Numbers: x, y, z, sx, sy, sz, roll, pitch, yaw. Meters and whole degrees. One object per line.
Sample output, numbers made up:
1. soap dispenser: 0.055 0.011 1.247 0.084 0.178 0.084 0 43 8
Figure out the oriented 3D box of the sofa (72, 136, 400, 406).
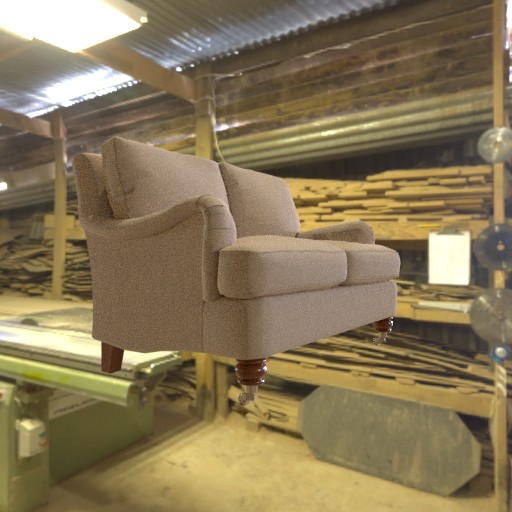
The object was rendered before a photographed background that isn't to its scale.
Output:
1. sofa: 0.000 0.000 2.303 1.087 1.048 1.508 0 0 36
